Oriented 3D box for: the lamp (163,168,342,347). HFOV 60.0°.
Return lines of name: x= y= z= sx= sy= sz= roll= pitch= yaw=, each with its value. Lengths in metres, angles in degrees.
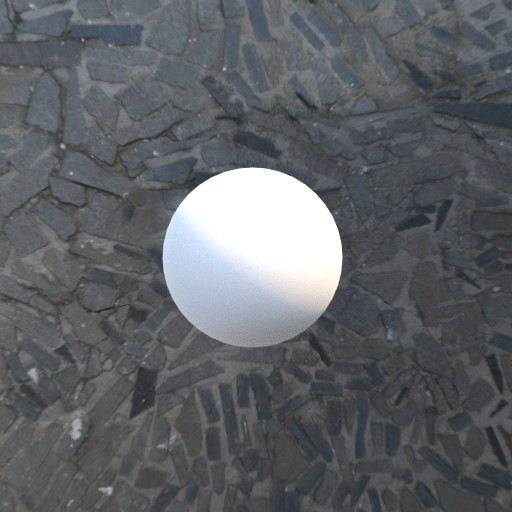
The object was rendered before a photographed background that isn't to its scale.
lamp: x=0.000 y=0.000 z=0.548 sx=0.153 sy=0.480 sz=0.153 roll=0 pitch=90 yaw=1
